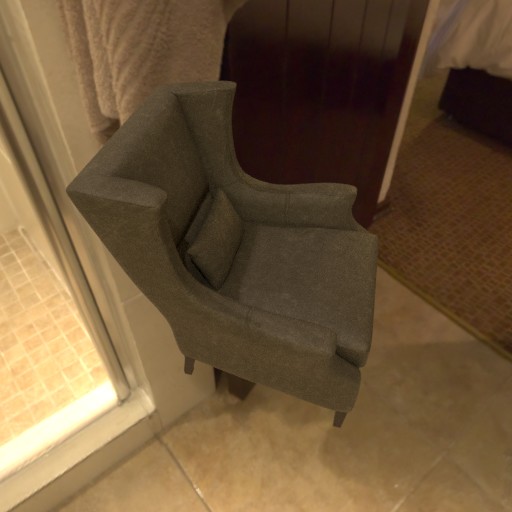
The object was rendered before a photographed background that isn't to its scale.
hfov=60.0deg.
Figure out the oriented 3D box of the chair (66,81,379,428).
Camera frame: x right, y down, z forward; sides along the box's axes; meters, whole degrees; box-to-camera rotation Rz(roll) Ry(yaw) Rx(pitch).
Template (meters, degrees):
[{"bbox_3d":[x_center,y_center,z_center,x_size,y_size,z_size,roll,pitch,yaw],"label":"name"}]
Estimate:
[{"bbox_3d":[0.000,0.000,1.699,0.926,1.016,0.853,10,46,9],"label":"chair"}]
